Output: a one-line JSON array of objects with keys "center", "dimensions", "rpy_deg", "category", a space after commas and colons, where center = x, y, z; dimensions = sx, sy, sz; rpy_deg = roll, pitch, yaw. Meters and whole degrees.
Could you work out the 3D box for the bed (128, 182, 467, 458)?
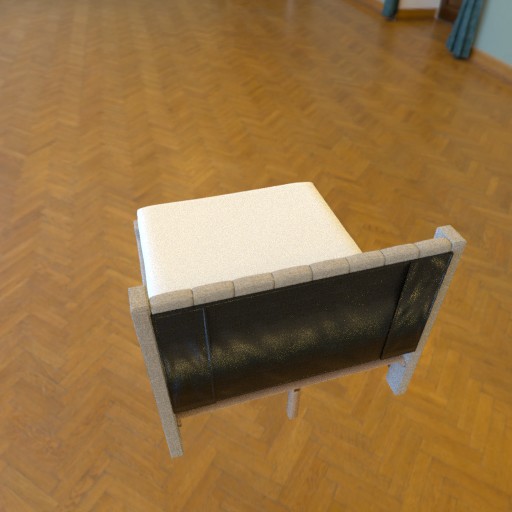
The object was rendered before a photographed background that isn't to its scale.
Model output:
[{"center": [0.000, 0.000, 3.929], "dimensions": [2.044, 1.748, 2.372], "rpy_deg": [-11, 43, -12], "category": "bed"}]
